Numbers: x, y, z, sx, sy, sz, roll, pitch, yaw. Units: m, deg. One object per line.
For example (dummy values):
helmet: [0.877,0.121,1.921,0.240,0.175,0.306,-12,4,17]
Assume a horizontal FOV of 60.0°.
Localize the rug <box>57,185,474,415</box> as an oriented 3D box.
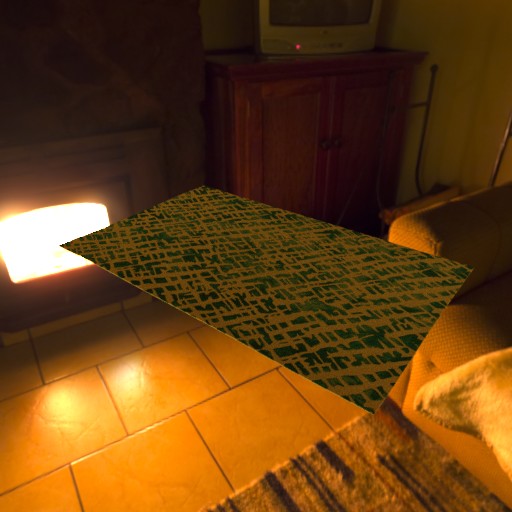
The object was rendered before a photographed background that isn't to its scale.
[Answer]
rug: [0.000,0.000,3.040,2.447,0.011,1.520,21,36,32]
